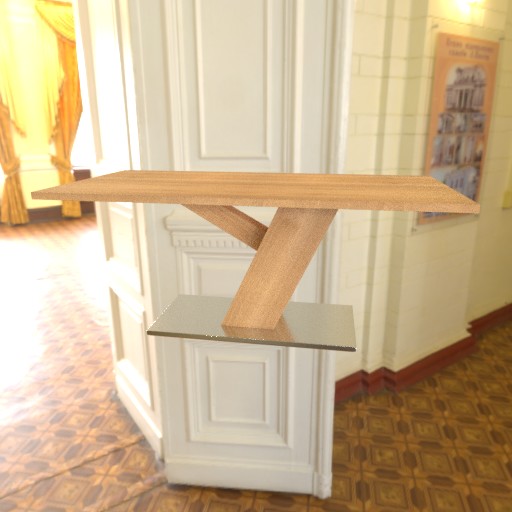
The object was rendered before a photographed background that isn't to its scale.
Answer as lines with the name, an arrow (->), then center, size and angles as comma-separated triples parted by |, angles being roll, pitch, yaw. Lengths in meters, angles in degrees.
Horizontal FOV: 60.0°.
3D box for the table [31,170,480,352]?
table -> 0.000, 0.000, 2.282 | 1.800, 0.750, 0.900 | 3, 17, 9
